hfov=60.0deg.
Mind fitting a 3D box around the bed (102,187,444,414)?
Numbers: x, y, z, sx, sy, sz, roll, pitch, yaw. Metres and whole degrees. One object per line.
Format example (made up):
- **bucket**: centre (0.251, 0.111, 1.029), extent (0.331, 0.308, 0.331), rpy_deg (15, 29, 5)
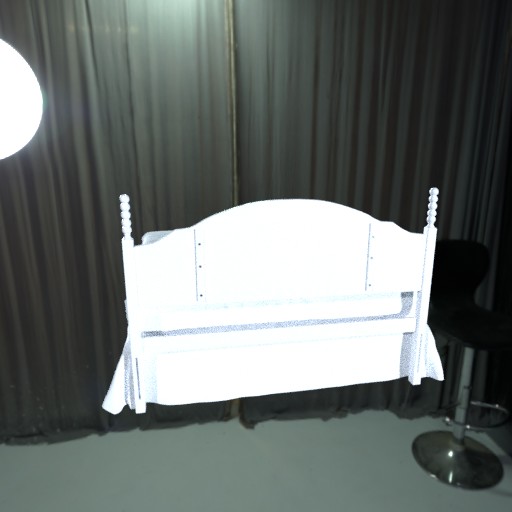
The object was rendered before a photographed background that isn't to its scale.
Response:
- **bed**: centre (0.000, 0.000, 3.780), extent (2.322, 1.355, 2.219), rpy_deg (-3, 15, -10)
